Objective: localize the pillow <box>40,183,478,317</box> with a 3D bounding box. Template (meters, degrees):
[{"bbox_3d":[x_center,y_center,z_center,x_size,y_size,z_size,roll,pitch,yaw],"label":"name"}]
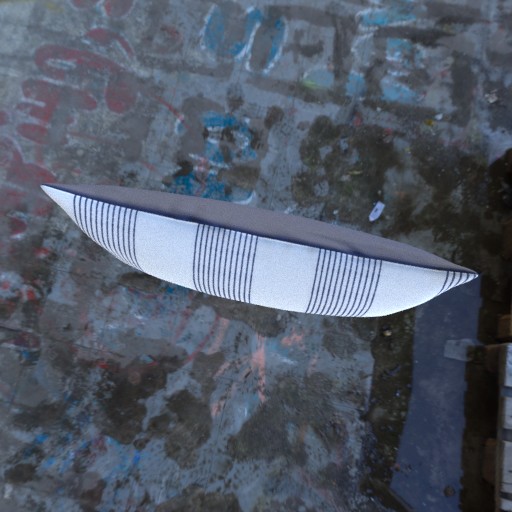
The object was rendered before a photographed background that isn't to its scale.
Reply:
[{"bbox_3d":[0.000,0.000,0.734,0.610,0.287,0.151,12,77,3],"label":"pillow"}]
